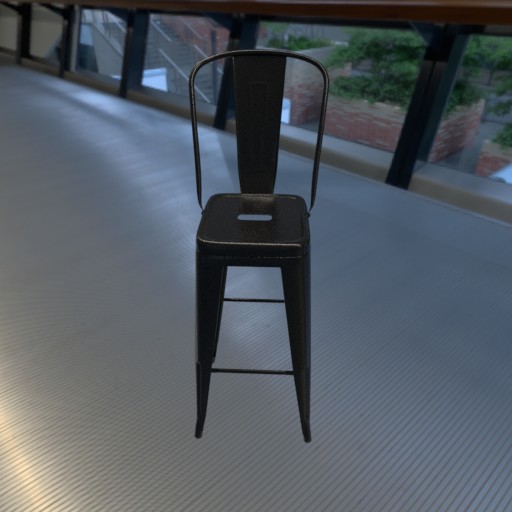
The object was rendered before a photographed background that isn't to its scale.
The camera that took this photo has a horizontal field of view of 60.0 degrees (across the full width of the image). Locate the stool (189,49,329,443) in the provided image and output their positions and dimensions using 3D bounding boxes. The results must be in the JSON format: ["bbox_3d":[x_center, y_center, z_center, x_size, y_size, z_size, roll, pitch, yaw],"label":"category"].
[{"bbox_3d":[0.000,0.000,1.358,0.399,1.096,0.513,1,32,2],"label":"stool"}]
